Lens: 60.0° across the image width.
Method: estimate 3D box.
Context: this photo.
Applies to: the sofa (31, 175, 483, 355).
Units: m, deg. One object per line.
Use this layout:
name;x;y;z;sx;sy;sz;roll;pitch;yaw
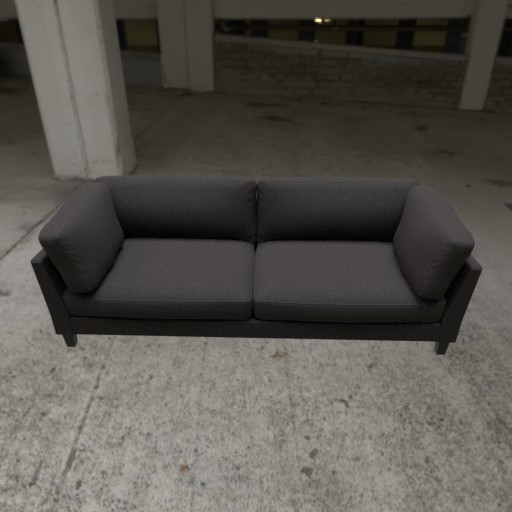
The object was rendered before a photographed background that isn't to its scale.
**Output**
sofa;0.000;0.000;2.731;2.312;0.792;0.969;1;29;2
